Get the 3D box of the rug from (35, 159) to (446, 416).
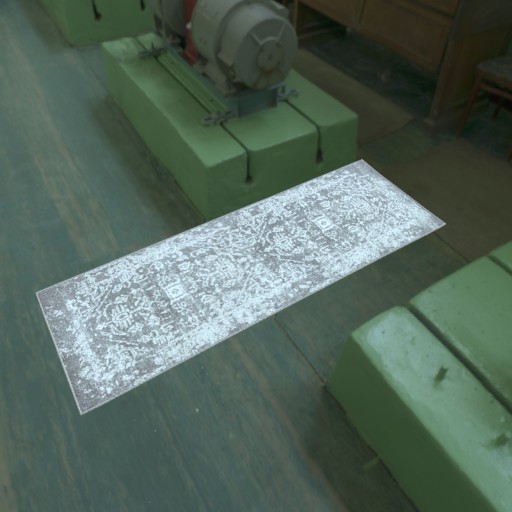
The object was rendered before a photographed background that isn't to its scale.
[{"bbox_3d":[0.000,0.000,2.731,2.452,0.017,0.855,-25,52,-21],"label":"rug"}]
